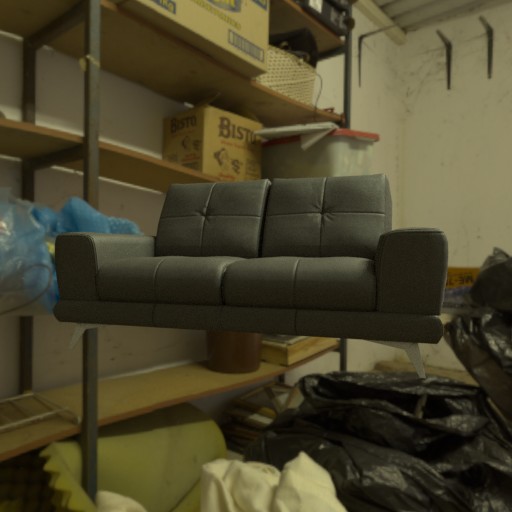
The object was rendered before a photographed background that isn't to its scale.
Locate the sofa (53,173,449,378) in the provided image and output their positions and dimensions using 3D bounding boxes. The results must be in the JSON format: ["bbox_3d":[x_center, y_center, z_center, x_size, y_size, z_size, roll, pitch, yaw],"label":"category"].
[{"bbox_3d":[0.000,0.000,2.352,1.806,0.907,1.018,0,1,17],"label":"sofa"}]
